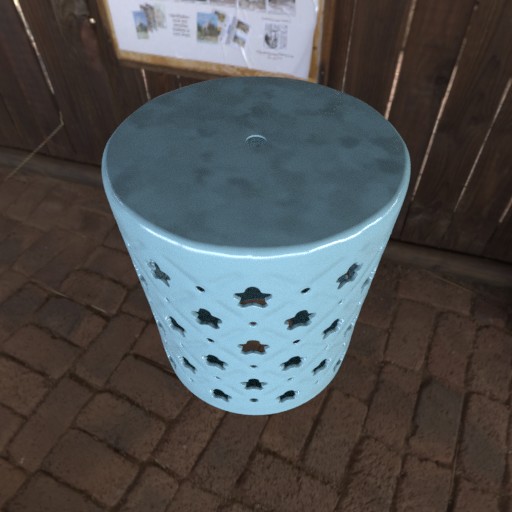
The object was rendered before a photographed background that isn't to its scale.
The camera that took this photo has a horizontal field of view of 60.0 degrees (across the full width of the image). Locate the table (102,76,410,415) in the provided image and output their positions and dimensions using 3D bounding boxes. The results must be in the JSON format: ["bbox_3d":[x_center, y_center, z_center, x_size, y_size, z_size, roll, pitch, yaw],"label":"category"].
[{"bbox_3d":[0.000,0.000,0.647,0.352,0.387,0.352,0,47,0],"label":"table"}]
